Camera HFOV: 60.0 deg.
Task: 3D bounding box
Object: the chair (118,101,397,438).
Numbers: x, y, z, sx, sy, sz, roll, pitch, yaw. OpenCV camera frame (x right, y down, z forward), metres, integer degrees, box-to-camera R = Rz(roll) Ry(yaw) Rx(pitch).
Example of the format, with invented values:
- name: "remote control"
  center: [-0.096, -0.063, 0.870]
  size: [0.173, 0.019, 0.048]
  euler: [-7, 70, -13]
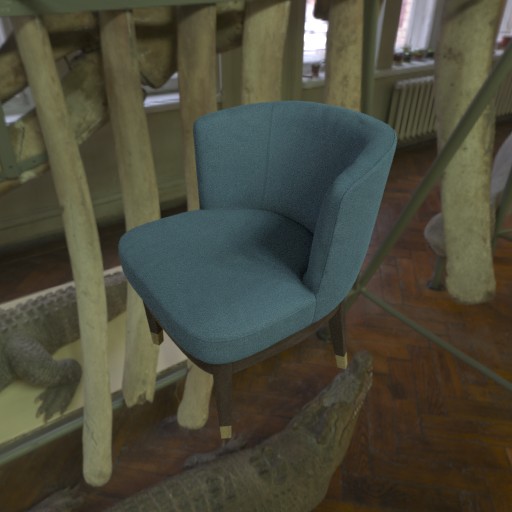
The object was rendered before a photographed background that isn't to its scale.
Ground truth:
- name: "chair"
  center: [0.000, 0.000, 1.319]
  size: [0.702, 0.760, 0.661]
  euler: [-20, 38, -29]
